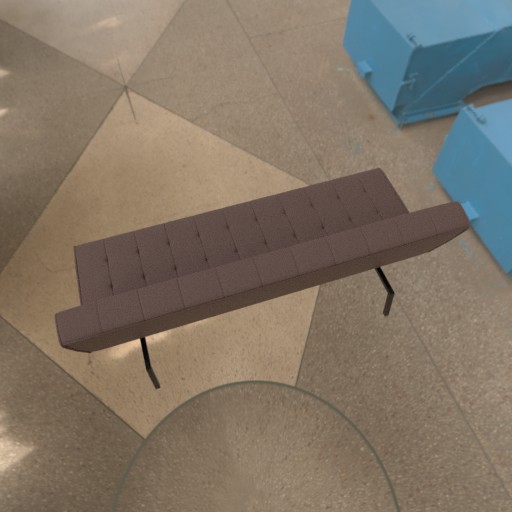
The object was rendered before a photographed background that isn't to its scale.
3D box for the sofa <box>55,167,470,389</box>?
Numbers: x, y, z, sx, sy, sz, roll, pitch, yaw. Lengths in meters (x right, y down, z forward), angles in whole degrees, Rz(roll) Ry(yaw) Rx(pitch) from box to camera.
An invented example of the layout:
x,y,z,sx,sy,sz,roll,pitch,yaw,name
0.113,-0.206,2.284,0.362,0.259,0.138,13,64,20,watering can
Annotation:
x,y,z,sx,sy,sz,roll,pitch,yaw,name
0.000,0.000,2.167,1.703,0.699,0.747,-16,60,-9,sofa
